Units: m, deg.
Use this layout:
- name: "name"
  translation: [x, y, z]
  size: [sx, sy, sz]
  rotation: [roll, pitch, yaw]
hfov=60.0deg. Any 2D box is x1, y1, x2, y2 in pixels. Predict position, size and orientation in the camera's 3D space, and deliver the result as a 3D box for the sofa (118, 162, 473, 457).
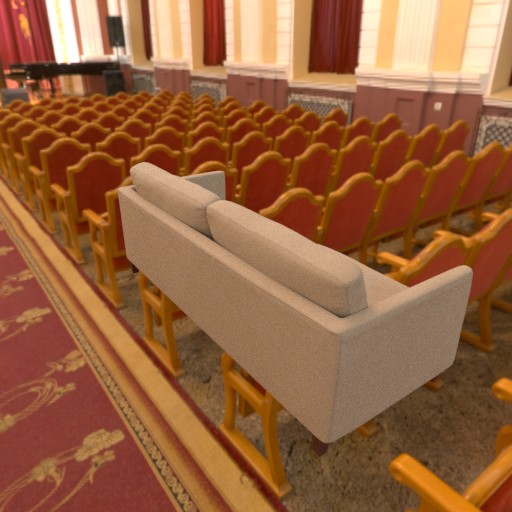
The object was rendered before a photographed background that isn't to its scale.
- name: "sofa"
  translation: [0.000, 0.000, 2.888]
  size: [0.988, 0.912, 2.404]
  rotation: [-17, 30, -32]
